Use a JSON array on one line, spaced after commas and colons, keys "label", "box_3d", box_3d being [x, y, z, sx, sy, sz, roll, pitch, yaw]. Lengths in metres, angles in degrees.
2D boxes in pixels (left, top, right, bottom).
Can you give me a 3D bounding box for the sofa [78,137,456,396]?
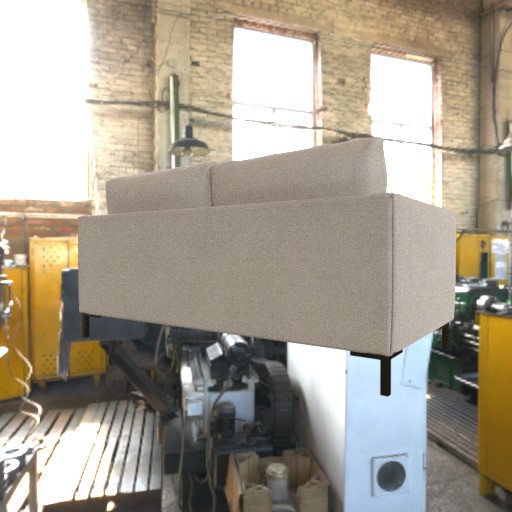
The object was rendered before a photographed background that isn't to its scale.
[{"label": "sofa", "box_3d": [0.000, 0.000, 2.162, 1.682, 0.840, 0.875, 1, 1, 36]}]
